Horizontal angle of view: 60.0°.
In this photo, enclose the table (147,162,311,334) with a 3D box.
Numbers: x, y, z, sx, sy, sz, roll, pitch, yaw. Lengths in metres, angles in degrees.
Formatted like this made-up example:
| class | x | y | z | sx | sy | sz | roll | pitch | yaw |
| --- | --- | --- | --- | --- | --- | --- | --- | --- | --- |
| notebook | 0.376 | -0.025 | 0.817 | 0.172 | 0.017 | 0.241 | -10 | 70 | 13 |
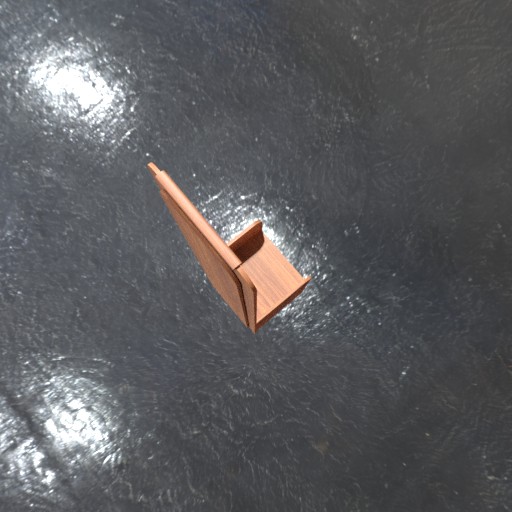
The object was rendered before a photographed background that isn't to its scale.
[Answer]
| class | x | y | z | sx | sy | sz | roll | pitch | yaw |
| --- | --- | --- | --- | --- | --- | --- | --- | --- | --- |
| table | 0.000 | 0.000 | 2.017 | 0.420 | 1.830 | 0.450 | -39 | 80 | -9 |
